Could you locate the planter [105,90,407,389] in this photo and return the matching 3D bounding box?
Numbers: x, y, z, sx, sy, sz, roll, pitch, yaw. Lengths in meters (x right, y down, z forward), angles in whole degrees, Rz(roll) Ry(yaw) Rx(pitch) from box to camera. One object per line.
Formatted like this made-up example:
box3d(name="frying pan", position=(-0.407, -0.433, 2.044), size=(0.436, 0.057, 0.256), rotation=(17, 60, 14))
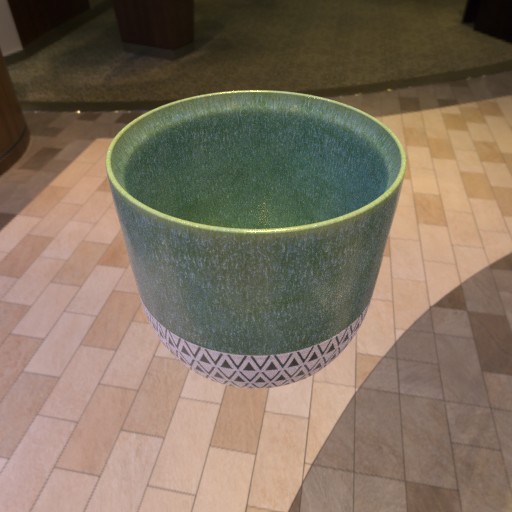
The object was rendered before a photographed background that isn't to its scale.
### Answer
box3d(name="planter", position=(0.000, 0.000, 0.490), size=(0.266, 0.270, 0.266), rotation=(0, 41, 0))
